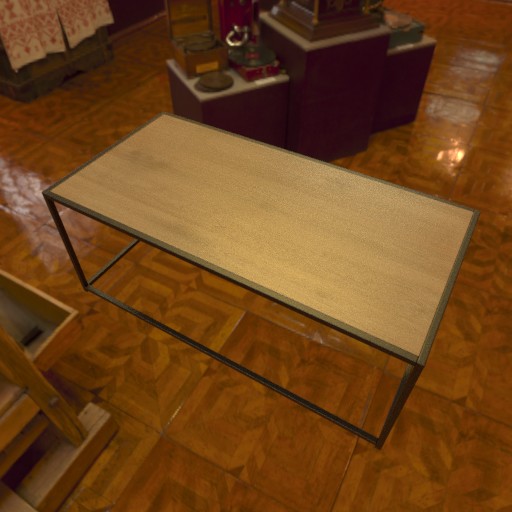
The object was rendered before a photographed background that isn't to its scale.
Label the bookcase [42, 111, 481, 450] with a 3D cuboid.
[{"bbox_3d":[0.000,0.000,1.266,1.000,0.400,0.500,23,50,21],"label":"bookcase"}]
